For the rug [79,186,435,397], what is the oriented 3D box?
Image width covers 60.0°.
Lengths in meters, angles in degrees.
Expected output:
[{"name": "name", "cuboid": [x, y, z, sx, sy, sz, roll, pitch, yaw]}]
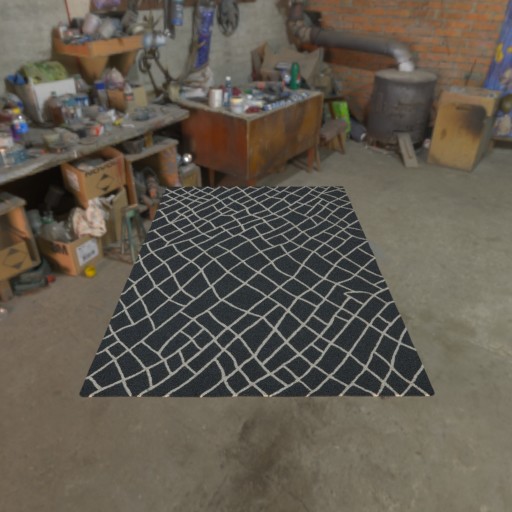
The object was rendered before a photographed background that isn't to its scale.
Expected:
[{"name": "rug", "cuboid": [0.000, 0.000, 2.288, 1.223, 0.013, 1.830, 0, 31, 0]}]
